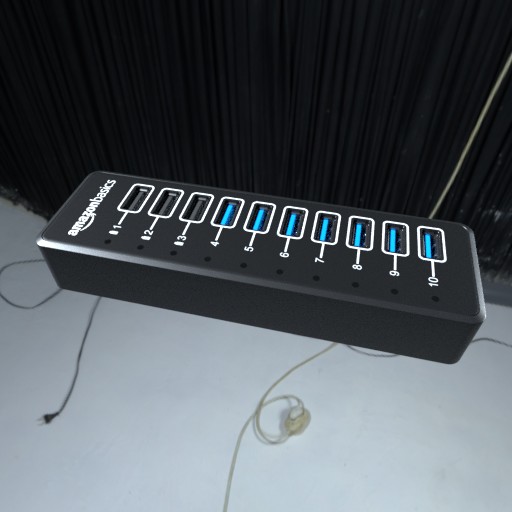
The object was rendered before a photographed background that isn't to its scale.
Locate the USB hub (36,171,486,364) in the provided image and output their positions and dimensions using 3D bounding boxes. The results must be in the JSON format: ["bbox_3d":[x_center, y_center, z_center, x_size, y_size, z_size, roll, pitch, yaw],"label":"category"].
[{"bbox_3d":[0.000,0.000,0.159,0.145,0.023,0.044,10,47,9],"label":"USB hub"}]
